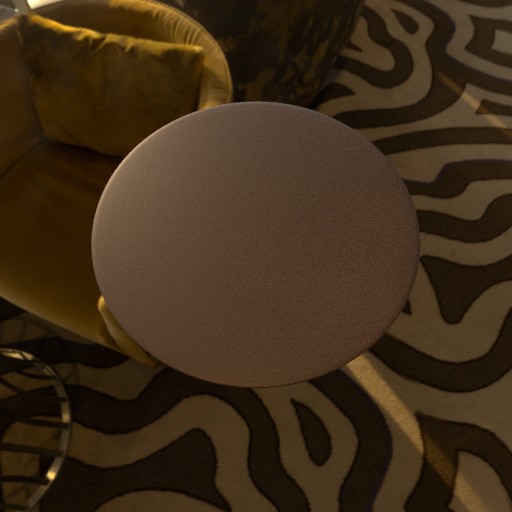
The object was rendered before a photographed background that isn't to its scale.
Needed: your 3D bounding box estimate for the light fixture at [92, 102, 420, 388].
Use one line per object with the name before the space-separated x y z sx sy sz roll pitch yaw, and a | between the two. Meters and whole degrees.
light fixture | 0.000 0.000 0.441 0.280 0.135 0.280 0 63 0
